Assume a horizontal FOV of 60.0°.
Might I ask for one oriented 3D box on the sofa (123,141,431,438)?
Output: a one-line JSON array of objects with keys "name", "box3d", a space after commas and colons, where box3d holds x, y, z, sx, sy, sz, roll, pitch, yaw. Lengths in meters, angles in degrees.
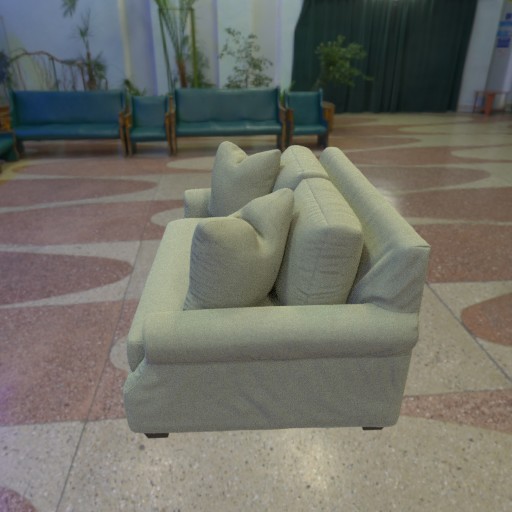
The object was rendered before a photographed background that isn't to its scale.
[{"name": "sofa", "box3d": [0.000, 0.000, 2.163, 1.070, 0.905, 1.550, -1, 26, -2]}]
